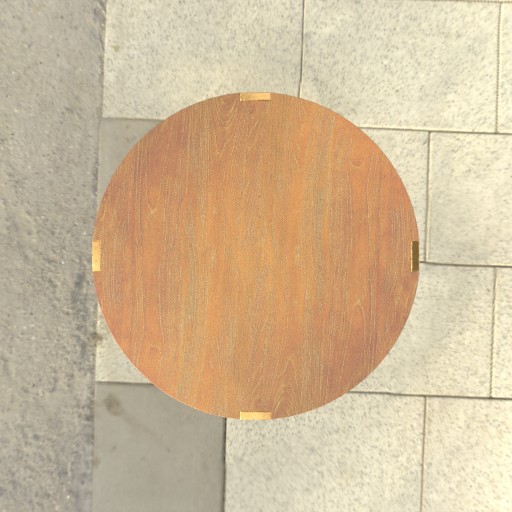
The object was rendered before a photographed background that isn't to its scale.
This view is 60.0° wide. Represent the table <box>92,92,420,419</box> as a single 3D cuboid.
[{"bbox_3d":[0.000,0.000,1.699,1.100,0.420,1.100,0,90,1],"label":"table"}]
